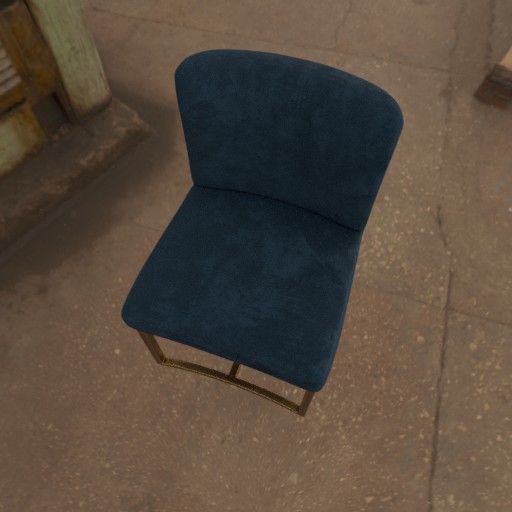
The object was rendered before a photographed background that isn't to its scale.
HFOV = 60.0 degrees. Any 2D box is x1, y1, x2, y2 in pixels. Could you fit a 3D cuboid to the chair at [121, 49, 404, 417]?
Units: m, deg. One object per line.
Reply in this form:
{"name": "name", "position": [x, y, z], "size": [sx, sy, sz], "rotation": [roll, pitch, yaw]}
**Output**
{"name": "chair", "position": [0.000, 0.000, 1.165], "size": [0.530, 0.824, 0.560], "rotation": [17, 60, 10]}
